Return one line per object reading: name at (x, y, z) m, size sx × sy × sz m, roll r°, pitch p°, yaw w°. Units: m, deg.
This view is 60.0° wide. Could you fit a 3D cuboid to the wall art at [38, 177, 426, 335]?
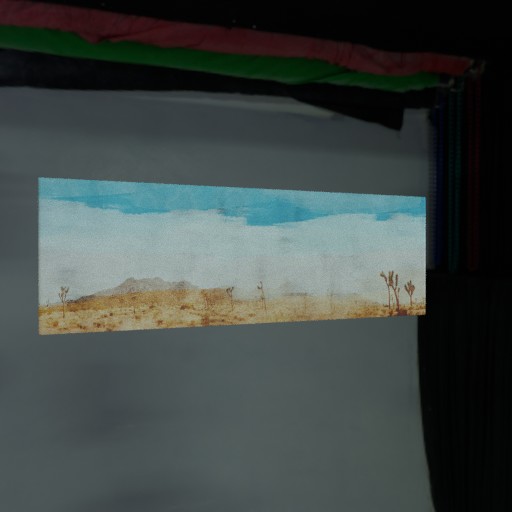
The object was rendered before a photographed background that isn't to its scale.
wall art at (0.000, 0.000, 0.855) m, size 0.759 × 0.254 × 0.044 m, roll 0°, pitch 0°, yaw -19°
